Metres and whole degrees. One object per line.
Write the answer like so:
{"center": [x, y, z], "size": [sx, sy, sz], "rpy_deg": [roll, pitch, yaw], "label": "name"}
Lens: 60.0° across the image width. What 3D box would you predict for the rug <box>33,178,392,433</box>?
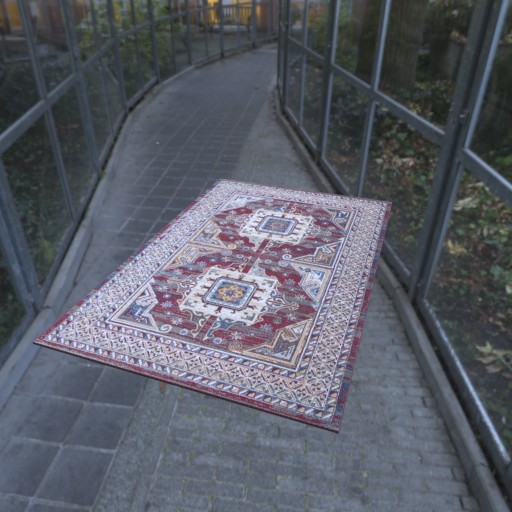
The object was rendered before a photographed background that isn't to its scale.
{"center": [0.000, 0.000, 5.767], "size": [3.033, 0.033, 4.578], "rpy_deg": [11, 33, 17], "label": "rug"}
